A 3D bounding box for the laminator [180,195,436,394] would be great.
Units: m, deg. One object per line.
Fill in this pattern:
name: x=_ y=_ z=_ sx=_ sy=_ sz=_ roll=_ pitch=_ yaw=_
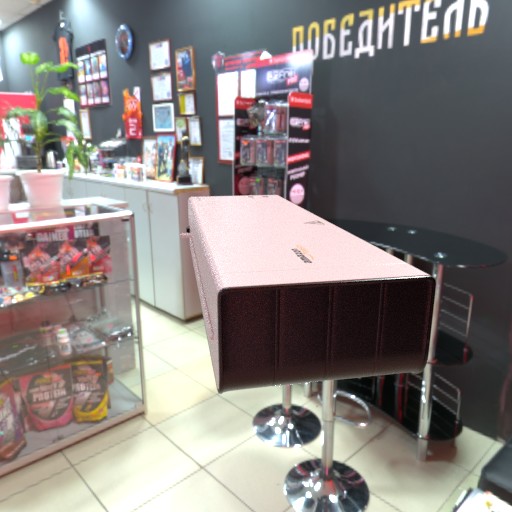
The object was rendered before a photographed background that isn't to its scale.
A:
laminator: x=0.000 y=0.000 z=0.382 sx=0.123 sy=0.062 sz=0.340 roll=-3 pitch=15 yaw=-10
